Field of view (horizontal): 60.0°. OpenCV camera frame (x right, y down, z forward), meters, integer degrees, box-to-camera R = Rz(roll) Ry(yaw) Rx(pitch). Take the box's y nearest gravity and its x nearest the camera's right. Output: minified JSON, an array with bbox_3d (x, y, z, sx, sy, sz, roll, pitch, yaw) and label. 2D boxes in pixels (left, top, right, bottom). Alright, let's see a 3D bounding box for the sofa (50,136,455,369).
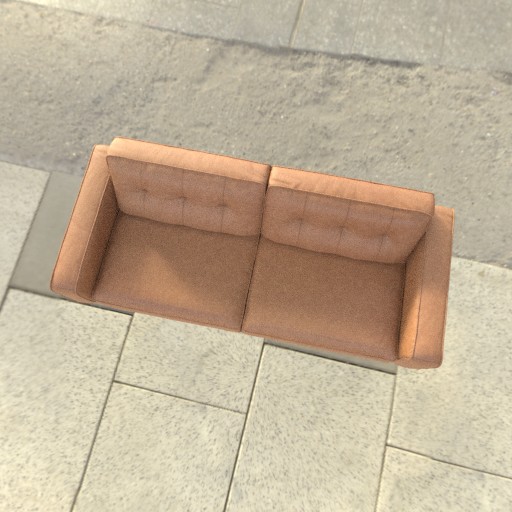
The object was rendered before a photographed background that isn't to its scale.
[{"bbox_3d":[0.000,0.000,2.747,2.270,0.780,0.953,11,75,3],"label":"sofa"}]
